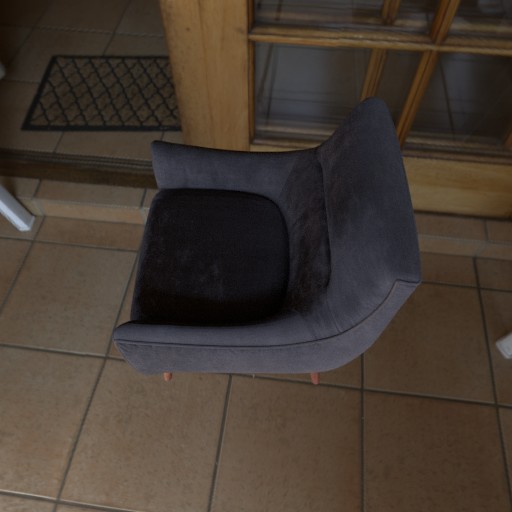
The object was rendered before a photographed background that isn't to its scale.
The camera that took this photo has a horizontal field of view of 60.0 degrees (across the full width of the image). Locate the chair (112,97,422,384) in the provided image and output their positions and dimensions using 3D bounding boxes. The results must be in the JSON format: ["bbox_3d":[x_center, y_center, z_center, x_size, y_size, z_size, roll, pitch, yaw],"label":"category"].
[{"bbox_3d":[0.000,0.000,1.479,0.787,0.838,0.762,1,58,1],"label":"chair"}]
